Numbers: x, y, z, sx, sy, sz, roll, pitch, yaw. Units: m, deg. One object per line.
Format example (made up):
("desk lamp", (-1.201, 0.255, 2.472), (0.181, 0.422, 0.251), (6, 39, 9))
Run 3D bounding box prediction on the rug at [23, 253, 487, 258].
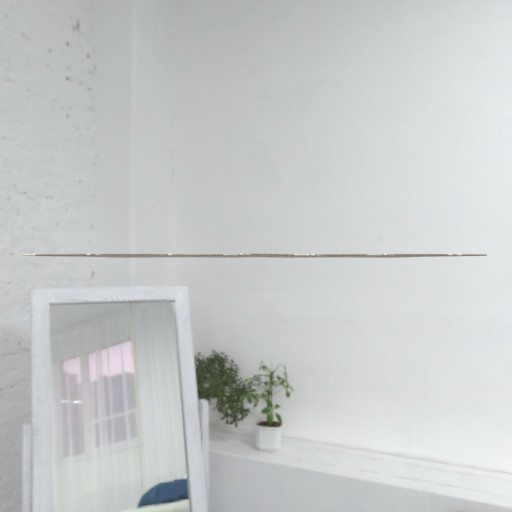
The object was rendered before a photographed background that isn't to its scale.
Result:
("rug", (0.000, 0.000, 4.460), (3.419, 0.020, 2.441), (0, -1, 0))
